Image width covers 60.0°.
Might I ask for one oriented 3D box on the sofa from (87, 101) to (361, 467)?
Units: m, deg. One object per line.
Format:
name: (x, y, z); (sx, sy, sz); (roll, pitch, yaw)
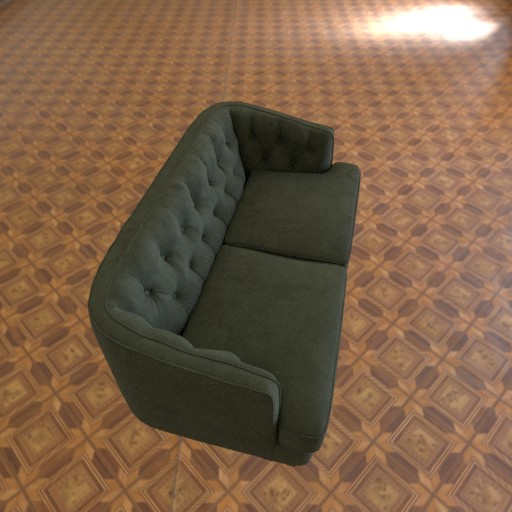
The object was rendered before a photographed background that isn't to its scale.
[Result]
sofa: (0.000, 0.000, 2.235); (0.941, 0.855, 1.733); (10, 47, 9)
